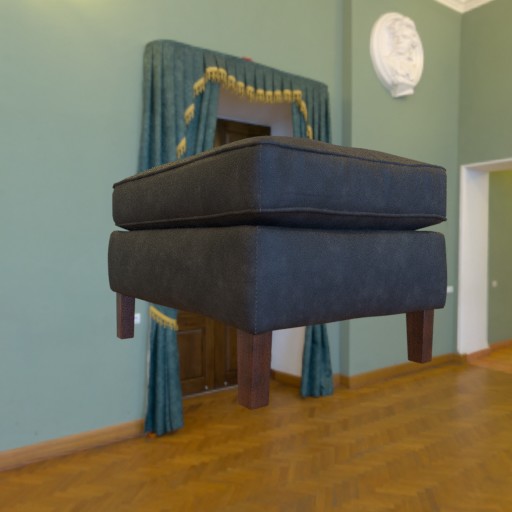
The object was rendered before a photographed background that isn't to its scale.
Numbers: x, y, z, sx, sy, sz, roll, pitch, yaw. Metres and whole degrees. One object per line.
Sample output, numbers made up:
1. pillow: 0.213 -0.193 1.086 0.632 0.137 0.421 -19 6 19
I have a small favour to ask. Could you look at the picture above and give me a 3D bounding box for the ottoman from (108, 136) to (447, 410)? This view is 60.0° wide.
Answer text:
1. ottoman: 0.000 0.000 0.991 0.501 0.413 0.665 -1 3 -35
